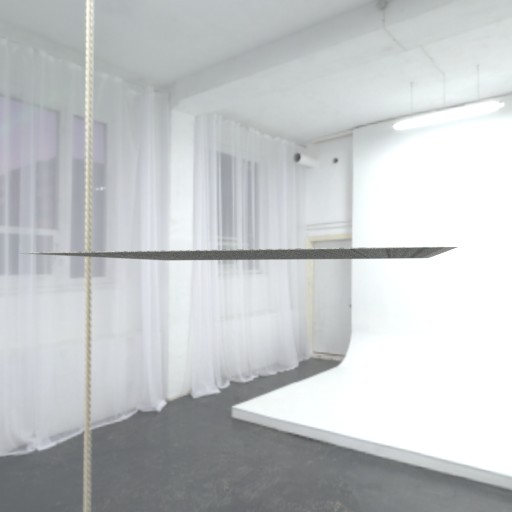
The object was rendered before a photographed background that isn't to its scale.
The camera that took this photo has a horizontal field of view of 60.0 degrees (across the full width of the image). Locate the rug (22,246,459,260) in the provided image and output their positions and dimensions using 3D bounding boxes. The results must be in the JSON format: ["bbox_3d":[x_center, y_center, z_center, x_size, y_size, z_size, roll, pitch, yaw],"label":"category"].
[{"bbox_3d":[0.000,0.000,4.170,3.196,0.007,2.354,-1,-2,17],"label":"rug"}]
